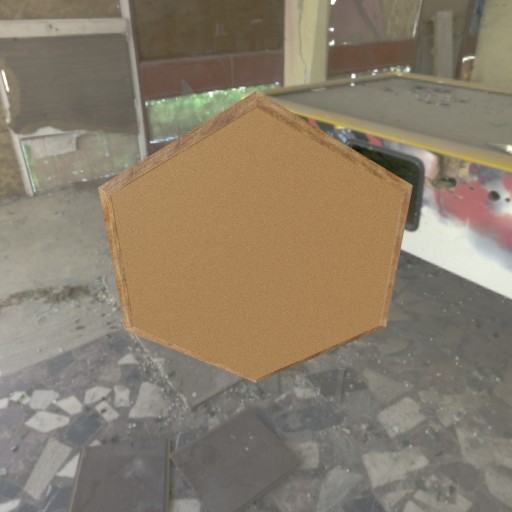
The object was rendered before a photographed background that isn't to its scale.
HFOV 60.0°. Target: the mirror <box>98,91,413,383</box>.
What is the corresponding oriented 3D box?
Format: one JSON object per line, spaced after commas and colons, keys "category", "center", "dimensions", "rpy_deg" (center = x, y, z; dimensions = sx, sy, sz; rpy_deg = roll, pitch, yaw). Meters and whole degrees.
{"category": "mirror", "center": [0.000, 0.000, 1.082], "dimensions": [0.675, 0.779, 0.091], "rpy_deg": [-1, 30, -1]}
